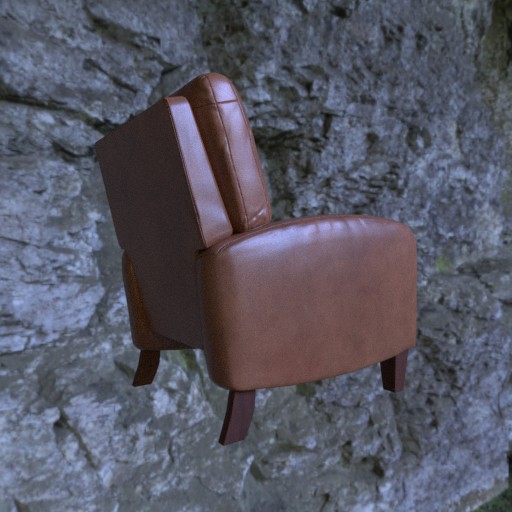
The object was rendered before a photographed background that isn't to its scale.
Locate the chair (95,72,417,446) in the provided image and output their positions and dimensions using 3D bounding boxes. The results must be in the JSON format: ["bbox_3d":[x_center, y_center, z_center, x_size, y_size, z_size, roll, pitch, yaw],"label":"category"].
[{"bbox_3d":[0.000,0.000,1.628,0.990,0.990,0.762,-1,1,-36],"label":"chair"}]
